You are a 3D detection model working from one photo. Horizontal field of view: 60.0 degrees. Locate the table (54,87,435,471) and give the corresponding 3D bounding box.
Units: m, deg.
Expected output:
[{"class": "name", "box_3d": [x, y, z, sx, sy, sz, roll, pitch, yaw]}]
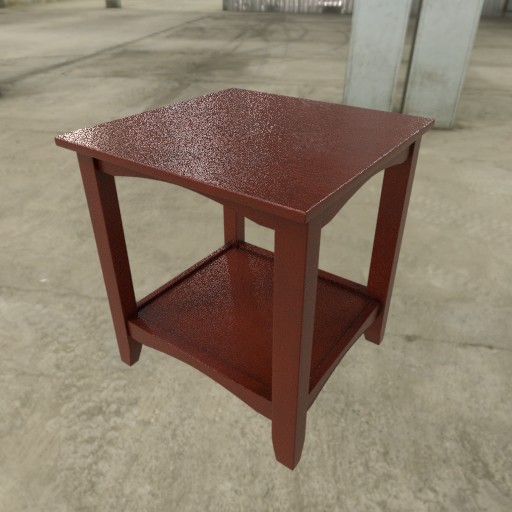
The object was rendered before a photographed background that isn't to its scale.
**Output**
[{"class": "table", "box_3d": [0.000, 0.000, 0.963, 0.523, 0.558, 0.522, 23, 39, 32]}]
